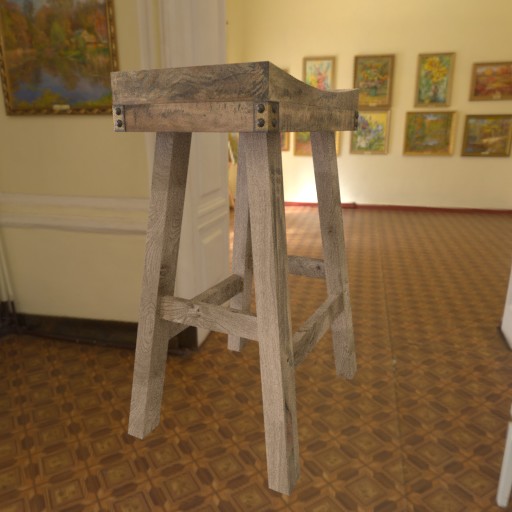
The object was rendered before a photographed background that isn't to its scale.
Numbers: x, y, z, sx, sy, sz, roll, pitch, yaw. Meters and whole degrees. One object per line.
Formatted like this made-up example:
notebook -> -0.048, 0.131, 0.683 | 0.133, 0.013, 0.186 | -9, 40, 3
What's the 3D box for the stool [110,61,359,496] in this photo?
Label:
stool -> 0.000, 0.000, 0.864 | 0.330, 0.635, 0.450 | 8, 18, 25
